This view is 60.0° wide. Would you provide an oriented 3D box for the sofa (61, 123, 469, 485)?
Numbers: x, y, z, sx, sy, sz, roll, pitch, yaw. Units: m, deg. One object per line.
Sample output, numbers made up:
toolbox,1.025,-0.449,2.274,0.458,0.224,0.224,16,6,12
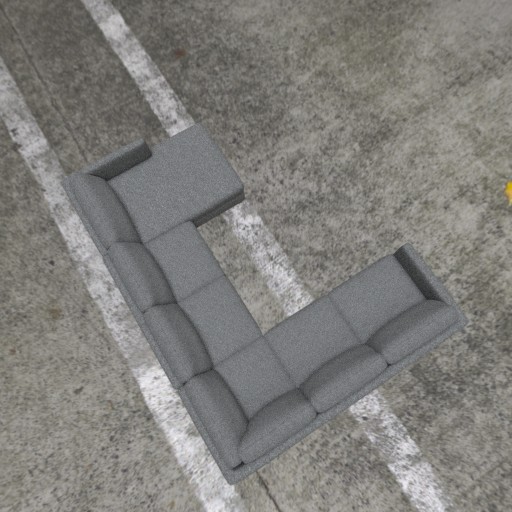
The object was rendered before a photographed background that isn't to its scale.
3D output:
sofa,0.000,0.000,4.391,2.551,0.853,3.238,-31,76,-9
